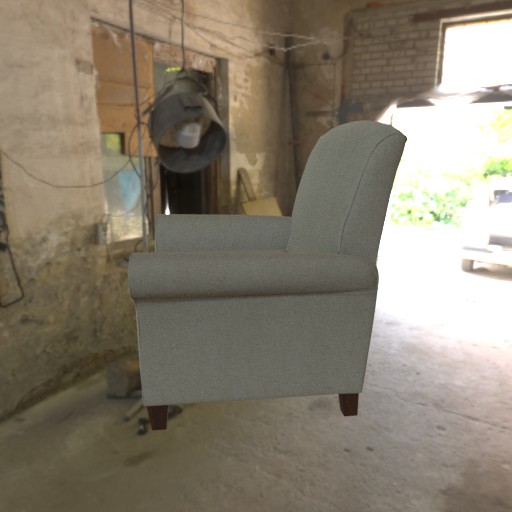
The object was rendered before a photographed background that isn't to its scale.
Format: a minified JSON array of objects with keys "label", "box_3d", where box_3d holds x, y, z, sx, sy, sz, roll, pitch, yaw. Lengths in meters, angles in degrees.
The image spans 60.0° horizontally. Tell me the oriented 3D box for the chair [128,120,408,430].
[{"label":"chair","box_3d":[0.000,0.000,1.811,0.905,1.061,0.978,-2,14,-7]}]
